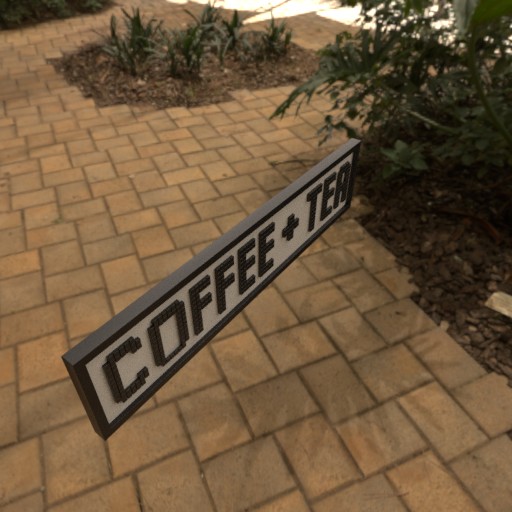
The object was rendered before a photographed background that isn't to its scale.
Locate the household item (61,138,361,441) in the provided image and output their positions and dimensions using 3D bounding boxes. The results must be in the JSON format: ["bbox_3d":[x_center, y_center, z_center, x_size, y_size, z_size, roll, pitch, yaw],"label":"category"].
[{"bbox_3d":[0.000,0.000,1.084,0.030,0.236,1.001,25,46,27],"label":"household item"}]
